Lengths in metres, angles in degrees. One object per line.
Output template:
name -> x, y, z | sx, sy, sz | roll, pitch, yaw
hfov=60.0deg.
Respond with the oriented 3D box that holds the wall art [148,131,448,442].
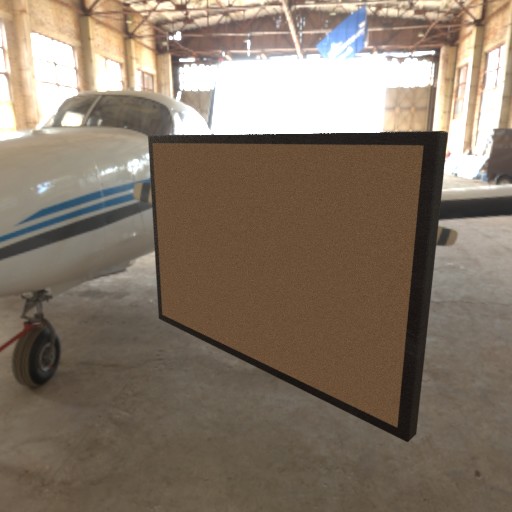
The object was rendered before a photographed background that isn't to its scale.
wall art -> 0.000, 0.000, 1.148 | 0.038, 0.612, 0.912 | -14, 20, -43
